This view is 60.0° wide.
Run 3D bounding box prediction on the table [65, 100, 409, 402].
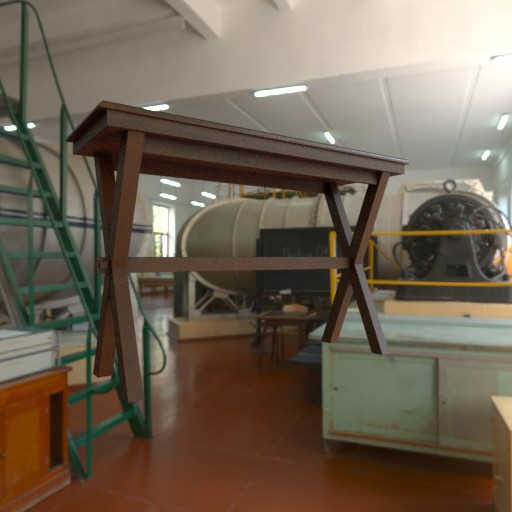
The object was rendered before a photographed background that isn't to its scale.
[{"bbox_3d":[0.000,0.000,1.583,1.197,0.763,0.399,0,0,-34],"label":"table"}]
